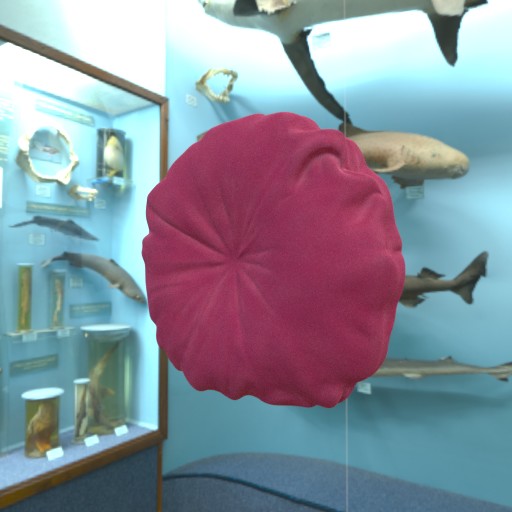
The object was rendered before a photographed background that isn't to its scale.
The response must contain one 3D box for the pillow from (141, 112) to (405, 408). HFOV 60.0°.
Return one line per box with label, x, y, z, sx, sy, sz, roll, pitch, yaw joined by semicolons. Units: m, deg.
pillow;0.000;0.000;0.641;0.428;0.407;0.148;-1;-2;36
